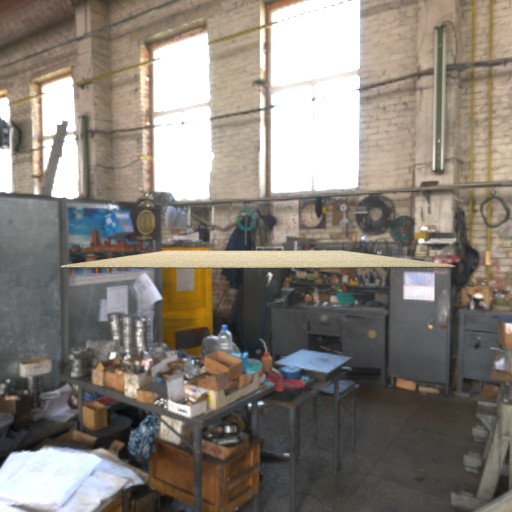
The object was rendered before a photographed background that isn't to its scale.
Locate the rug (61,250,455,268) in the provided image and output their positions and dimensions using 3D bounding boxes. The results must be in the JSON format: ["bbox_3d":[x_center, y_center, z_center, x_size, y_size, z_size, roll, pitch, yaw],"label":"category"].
[{"bbox_3d":[0.000,0.000,5.083,2.782,0.025,3.935,0,2,-1],"label":"rug"}]
